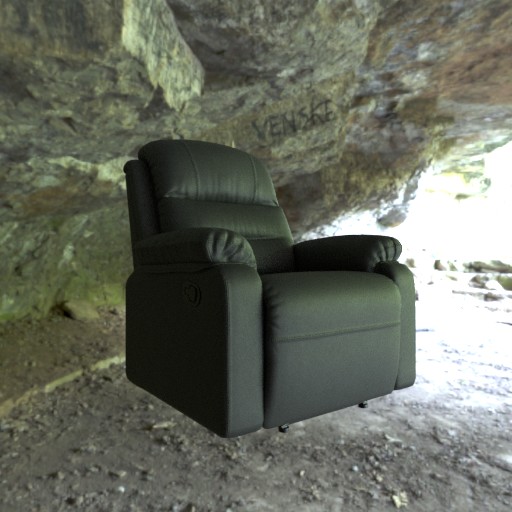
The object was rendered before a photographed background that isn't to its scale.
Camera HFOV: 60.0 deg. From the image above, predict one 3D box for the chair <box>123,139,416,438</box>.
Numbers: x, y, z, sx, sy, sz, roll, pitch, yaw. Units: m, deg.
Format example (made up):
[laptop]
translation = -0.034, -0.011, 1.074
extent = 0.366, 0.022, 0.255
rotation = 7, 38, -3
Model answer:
[chair]
translation = 0.000, 0.000, 1.654
extent = 0.855, 0.992, 0.919
rotation = 0, 0, -36
